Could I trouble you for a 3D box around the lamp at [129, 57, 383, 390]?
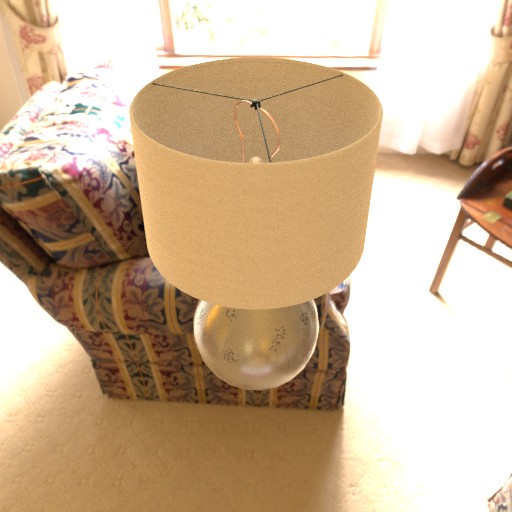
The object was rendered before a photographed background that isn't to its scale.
[{"bbox_3d":[0.000,0.000,0.721,0.330,0.521,0.330,0,43,0],"label":"lamp"}]
